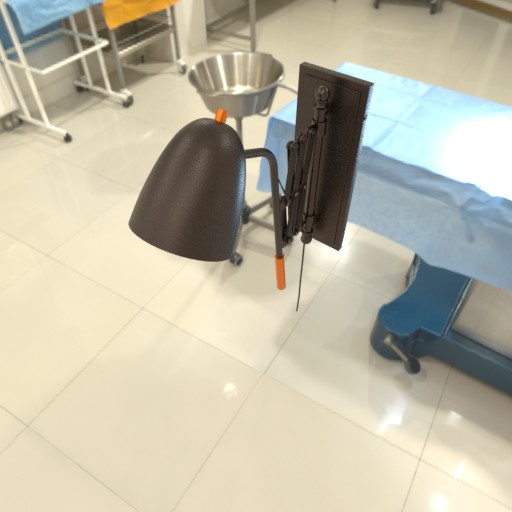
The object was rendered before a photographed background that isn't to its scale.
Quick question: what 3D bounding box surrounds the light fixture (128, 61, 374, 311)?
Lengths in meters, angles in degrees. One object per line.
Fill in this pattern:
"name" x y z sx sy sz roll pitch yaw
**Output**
"light fixture" 0.000 0.000 0.911 0.162 0.715 0.499 30 53 25
